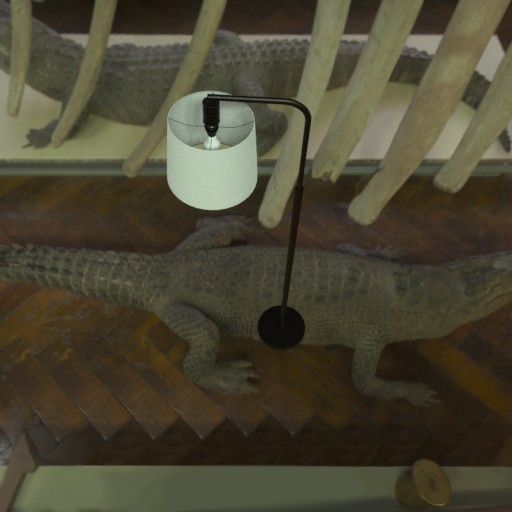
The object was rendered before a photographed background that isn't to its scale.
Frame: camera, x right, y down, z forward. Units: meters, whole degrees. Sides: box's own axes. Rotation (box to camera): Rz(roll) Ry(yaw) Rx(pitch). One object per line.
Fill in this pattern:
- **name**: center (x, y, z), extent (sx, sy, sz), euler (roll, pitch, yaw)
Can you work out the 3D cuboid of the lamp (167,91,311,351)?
- **lamp**: center (0.000, 0.000, 1.673), extent (0.508, 1.478, 0.254), euler (-1, 59, 0)
